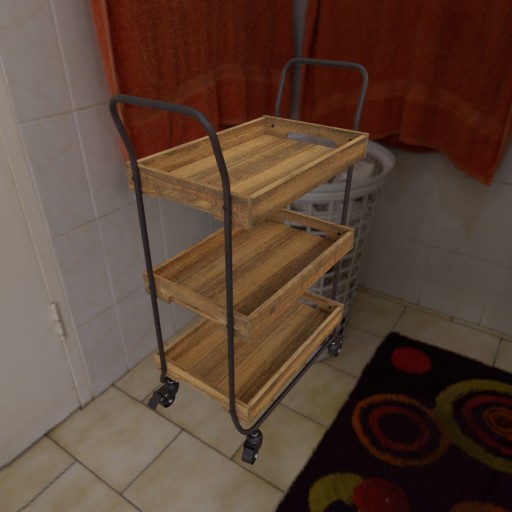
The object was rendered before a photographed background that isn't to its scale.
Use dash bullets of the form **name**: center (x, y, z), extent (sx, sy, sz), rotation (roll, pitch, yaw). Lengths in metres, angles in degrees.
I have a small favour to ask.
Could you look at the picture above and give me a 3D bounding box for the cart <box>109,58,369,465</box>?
- **cart**: center (0.000, 0.000, 1.123), extent (0.339, 0.857, 0.583), rotation (21, 37, 30)
